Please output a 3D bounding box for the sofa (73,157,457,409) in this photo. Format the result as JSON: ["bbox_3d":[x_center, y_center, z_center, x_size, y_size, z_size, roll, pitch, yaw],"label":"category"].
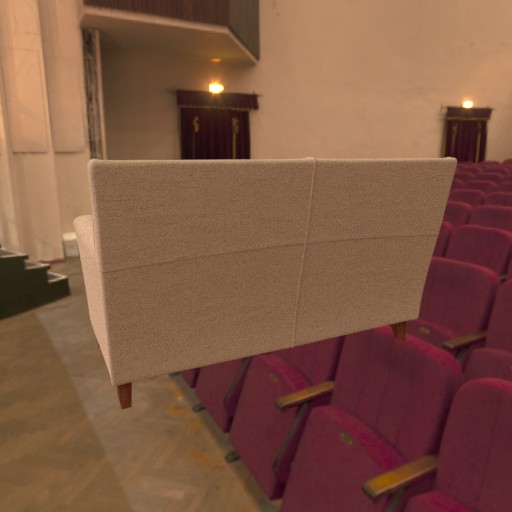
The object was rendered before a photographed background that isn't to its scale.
[{"bbox_3d":[0.000,0.000,2.033,1.482,0.892,0.891,-6,14,-26],"label":"sofa"}]
